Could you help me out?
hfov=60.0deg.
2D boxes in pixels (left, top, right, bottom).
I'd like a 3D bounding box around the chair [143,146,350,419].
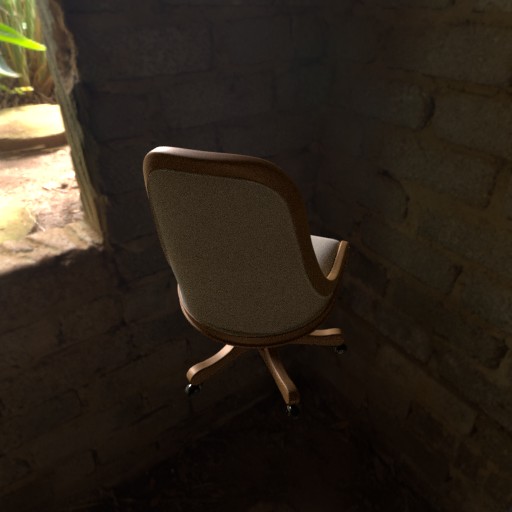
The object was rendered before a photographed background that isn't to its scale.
[{"bbox_3d":[0.000,0.000,1.574,0.702,1.009,0.811,10,33,16],"label":"chair"}]
